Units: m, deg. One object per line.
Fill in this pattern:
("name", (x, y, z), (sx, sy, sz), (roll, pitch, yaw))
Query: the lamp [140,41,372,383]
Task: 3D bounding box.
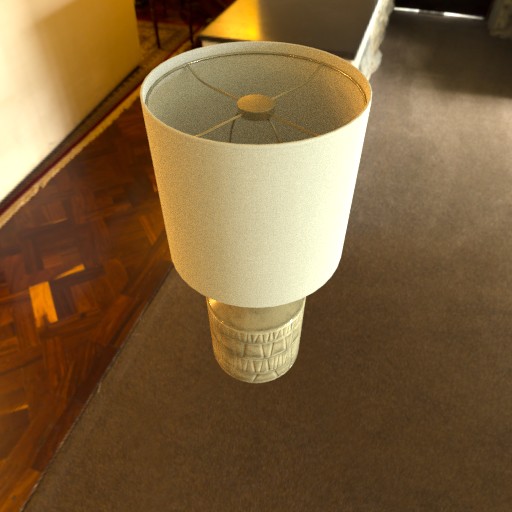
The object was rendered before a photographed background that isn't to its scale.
("lamp", (0.000, 0.000, 0.572), (0.211, 0.455, 0.211), (-24, 50, -22))
